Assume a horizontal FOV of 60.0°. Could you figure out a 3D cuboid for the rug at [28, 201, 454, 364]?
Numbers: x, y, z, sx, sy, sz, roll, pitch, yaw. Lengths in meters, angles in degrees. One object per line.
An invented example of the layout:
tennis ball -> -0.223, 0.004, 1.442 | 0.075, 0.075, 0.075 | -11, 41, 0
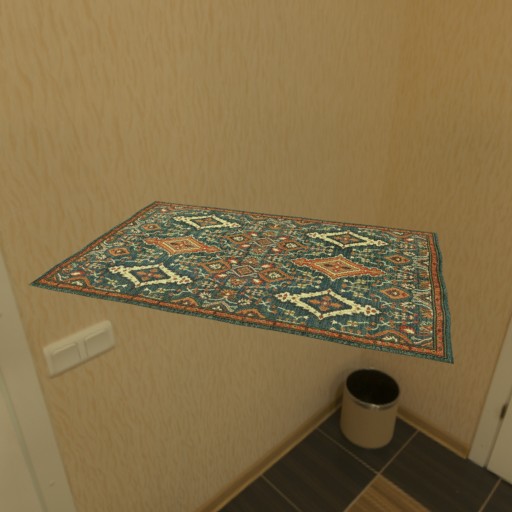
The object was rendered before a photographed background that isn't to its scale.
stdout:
rug -> 0.000, 0.000, 4.203 | 3.371, 0.008, 2.190 | 8, 28, 15
